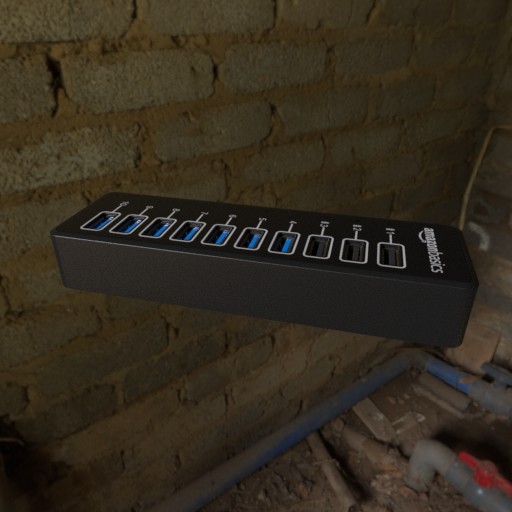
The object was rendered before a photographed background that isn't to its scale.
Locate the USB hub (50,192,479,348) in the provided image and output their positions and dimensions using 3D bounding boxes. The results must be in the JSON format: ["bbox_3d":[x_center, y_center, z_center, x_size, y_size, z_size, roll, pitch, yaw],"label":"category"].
[{"bbox_3d":[0.000,0.000,0.166,0.145,0.023,0.044,7,30,13],"label":"USB hub"}]
